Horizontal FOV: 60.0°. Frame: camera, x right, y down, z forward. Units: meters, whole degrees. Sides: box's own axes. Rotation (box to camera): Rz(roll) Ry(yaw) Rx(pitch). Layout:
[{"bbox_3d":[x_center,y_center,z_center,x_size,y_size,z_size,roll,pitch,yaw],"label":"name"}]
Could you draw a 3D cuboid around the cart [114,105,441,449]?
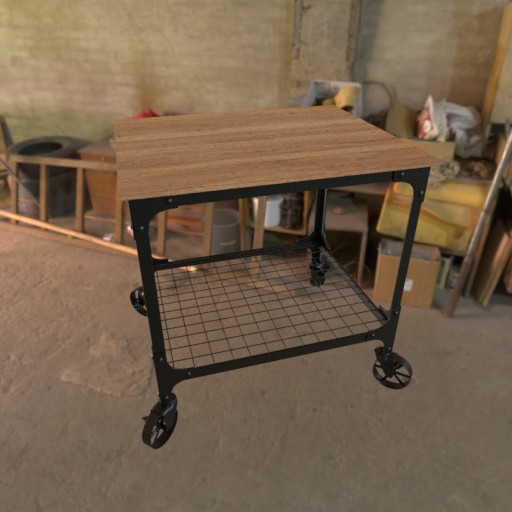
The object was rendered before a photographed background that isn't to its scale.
[{"bbox_3d":[0.000,0.000,1.119,0.666,0.603,0.558,-9,32,-14],"label":"cart"}]
